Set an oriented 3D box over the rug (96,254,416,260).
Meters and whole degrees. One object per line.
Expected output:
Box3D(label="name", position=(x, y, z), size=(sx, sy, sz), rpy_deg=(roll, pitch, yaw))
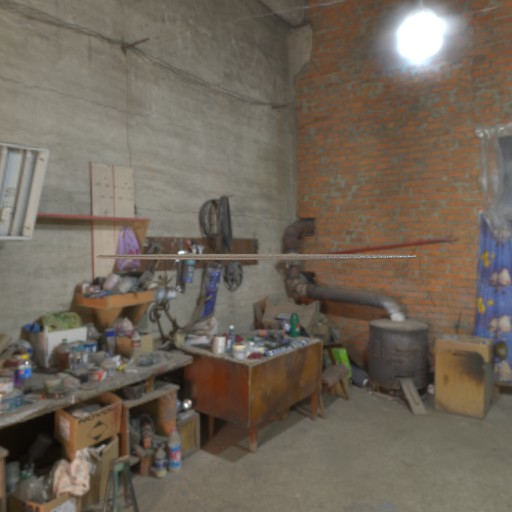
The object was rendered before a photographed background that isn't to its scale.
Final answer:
Box3D(label="rug", position=(0.000, 0.000, 2.346), size=(1.593, 0.012, 1.593), rpy_deg=(0, 1, 0))
